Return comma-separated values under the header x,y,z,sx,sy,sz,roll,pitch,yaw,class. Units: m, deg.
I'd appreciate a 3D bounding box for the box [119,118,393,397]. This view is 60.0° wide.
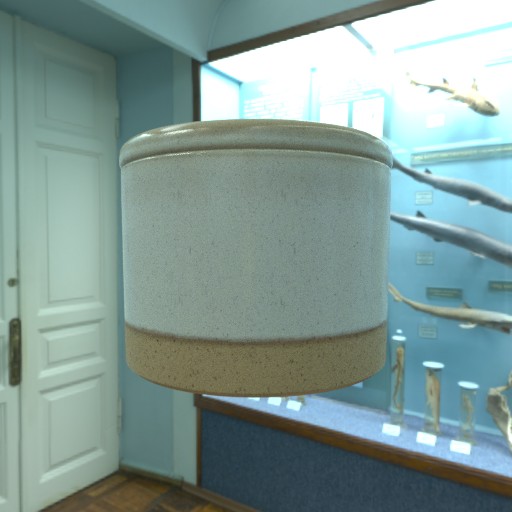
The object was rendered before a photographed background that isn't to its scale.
x,y,z,sx,sy,sz,roll,pitch,yaw,class
0.000,0.000,0.263,0.154,0.123,0.154,0,2,0,box
